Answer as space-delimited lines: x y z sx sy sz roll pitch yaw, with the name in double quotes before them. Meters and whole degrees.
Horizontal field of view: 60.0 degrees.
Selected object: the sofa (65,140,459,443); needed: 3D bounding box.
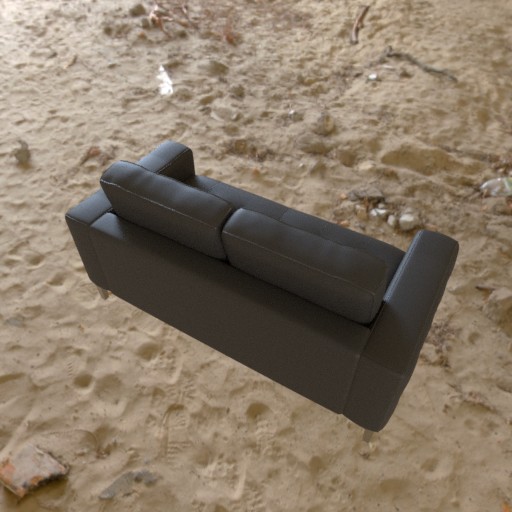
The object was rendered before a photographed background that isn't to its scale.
"sofa" 0.000 0.000 2.210 1.726 0.893 0.833 23 50 21
